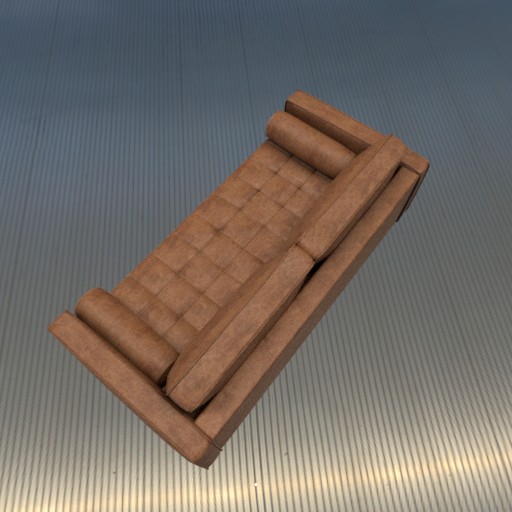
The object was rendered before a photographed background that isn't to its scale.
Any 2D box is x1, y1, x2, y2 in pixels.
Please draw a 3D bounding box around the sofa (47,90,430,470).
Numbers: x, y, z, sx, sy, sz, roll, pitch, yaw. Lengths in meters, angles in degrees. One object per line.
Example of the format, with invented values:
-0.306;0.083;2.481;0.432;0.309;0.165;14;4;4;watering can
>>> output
0.000;0.000;2.354;0.924;0.825;1.920;35;68;17;sofa
